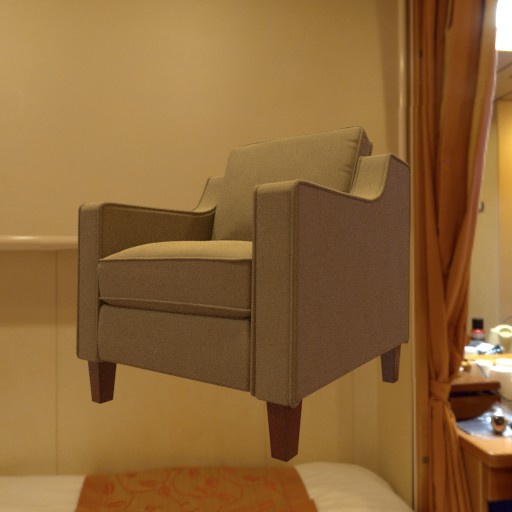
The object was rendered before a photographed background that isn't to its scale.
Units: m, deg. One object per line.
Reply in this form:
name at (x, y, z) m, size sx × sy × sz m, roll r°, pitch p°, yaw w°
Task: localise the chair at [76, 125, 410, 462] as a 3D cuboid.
chair at (0.000, 0.000, 1.580) m, size 0.831 × 0.960 × 0.909 m, roll 0°, pitch 0°, yaw 35°
